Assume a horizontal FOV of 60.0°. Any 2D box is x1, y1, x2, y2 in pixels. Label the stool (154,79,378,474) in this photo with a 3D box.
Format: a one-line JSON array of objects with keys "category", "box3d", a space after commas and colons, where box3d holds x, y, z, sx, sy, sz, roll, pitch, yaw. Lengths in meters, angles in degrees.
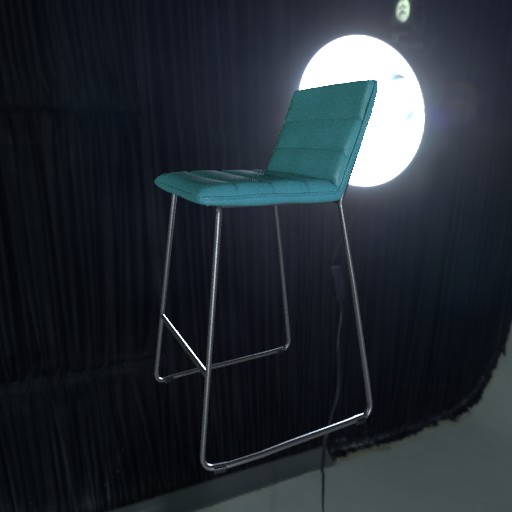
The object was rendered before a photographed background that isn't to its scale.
[{"category": "stool", "box3d": [0.000, 0.000, 1.261, 0.524, 0.936, 0.489, -8, 18, -26]}]
